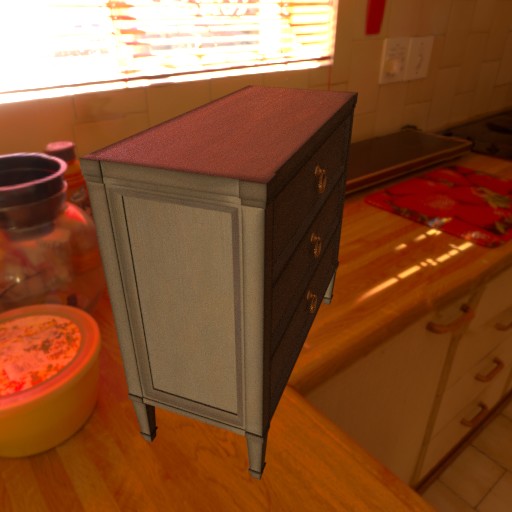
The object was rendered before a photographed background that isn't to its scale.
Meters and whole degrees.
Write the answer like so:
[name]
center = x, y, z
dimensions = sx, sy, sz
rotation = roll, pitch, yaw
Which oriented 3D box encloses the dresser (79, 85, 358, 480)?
[dresser]
center = 0.000, 0.000, 1.606
dimensions = 0.463, 0.986, 1.049
rotation = 11, 32, 18
